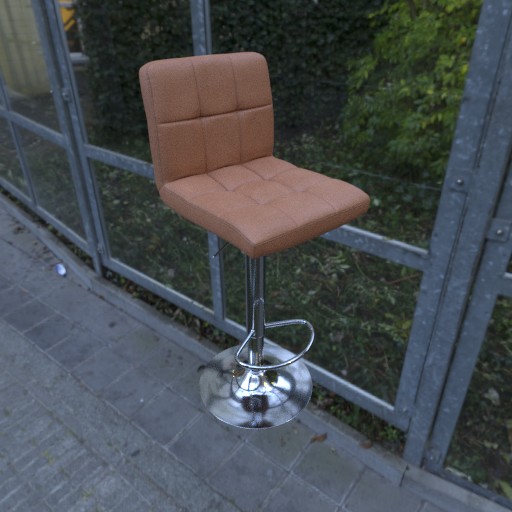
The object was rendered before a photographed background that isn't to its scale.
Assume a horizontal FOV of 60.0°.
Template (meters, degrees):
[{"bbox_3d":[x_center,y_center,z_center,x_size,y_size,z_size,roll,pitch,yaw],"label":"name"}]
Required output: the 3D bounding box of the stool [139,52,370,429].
[{"bbox_3d":[0.000,0.000,1.390,0.430,1.115,0.505,-22,37,-33],"label":"stool"}]
